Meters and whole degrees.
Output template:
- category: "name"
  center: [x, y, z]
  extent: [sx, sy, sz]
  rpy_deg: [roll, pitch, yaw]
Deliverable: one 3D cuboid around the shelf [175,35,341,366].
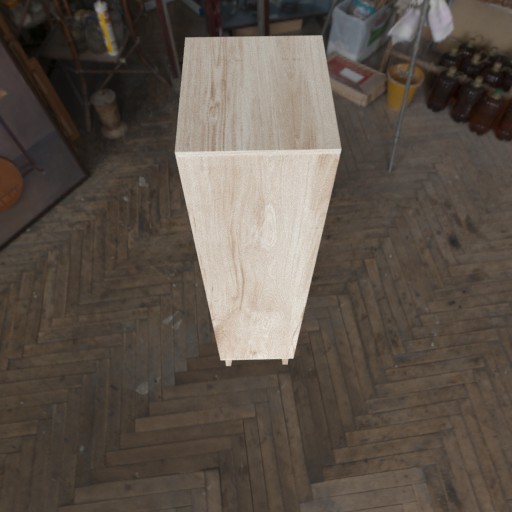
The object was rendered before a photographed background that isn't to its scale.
- category: "shelf"
  center: [0.000, 0.000, 2.166]
  extent: [0.450, 1.960, 0.510]
  rpy_deg: [-1, 59, -1]
